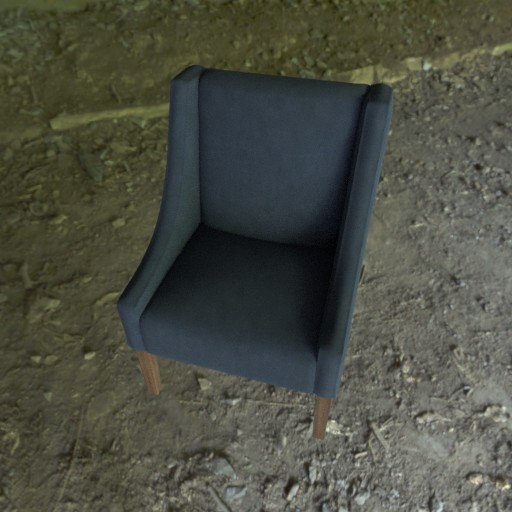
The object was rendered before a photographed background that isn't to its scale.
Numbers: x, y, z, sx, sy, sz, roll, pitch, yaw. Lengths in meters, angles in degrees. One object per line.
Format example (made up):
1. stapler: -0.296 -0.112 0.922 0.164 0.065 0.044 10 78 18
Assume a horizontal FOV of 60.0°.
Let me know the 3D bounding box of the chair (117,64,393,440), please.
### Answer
1. chair: 0.000 0.000 1.347 0.629 0.895 0.629 11 43 12
